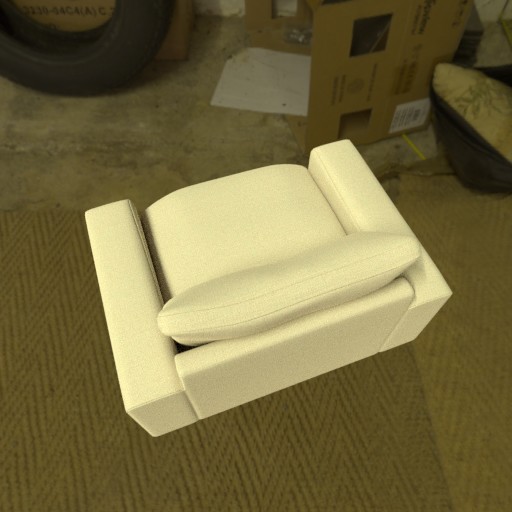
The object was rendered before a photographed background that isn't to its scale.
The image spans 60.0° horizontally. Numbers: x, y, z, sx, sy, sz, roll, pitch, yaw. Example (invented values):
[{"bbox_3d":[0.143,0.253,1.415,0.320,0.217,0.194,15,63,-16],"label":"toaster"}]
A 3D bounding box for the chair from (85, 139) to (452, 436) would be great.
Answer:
[{"bbox_3d":[0.000,0.000,2.074,1.398,0.915,1.039,-17,60,-11],"label":"chair"}]
